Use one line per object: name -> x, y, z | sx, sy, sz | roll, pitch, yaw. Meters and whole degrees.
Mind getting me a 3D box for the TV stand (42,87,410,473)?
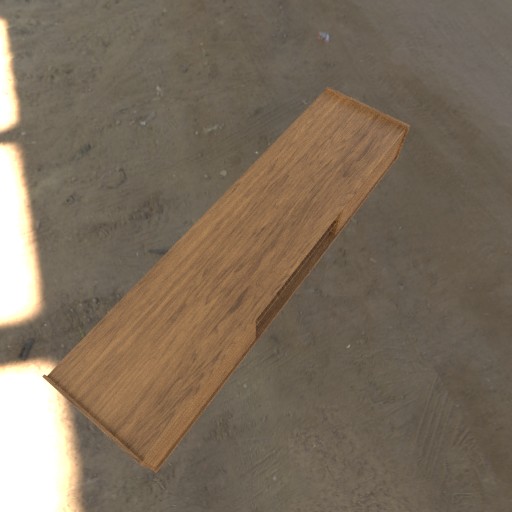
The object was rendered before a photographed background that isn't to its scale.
TV stand -> 0.000, 0.000, 1.956 | 0.467, 0.415, 1.796 | 33, 65, 17
